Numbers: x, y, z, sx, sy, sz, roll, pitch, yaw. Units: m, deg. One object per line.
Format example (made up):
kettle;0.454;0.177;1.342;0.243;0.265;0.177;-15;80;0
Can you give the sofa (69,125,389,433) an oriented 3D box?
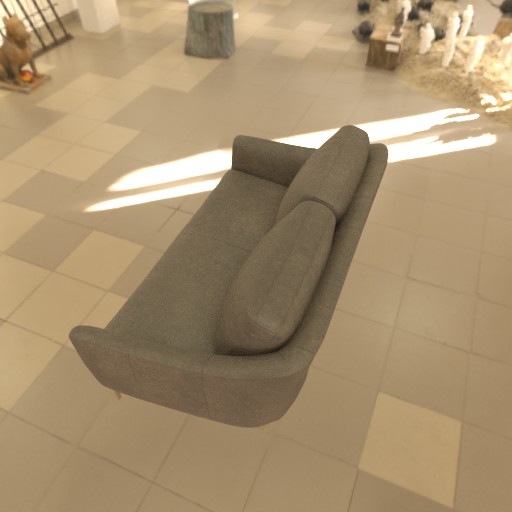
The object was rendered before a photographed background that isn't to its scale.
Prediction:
sofa;0.000;0.000;2.215;0.960;0.902;1.619;17;48;15
